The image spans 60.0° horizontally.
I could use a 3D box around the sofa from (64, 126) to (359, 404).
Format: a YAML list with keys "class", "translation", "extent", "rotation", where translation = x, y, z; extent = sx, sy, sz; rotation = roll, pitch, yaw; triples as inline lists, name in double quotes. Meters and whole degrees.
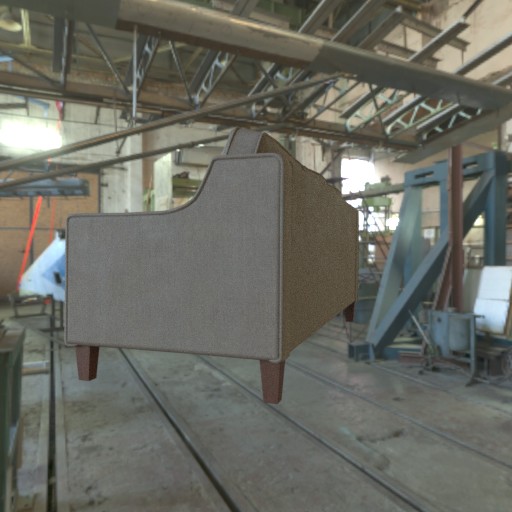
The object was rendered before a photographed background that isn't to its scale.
- class: "sofa"
  translation: [0.000, 0.000, 2.515]
  extent: [0.911, 0.974, 1.986]
  rotation: [0, 1, 20]
